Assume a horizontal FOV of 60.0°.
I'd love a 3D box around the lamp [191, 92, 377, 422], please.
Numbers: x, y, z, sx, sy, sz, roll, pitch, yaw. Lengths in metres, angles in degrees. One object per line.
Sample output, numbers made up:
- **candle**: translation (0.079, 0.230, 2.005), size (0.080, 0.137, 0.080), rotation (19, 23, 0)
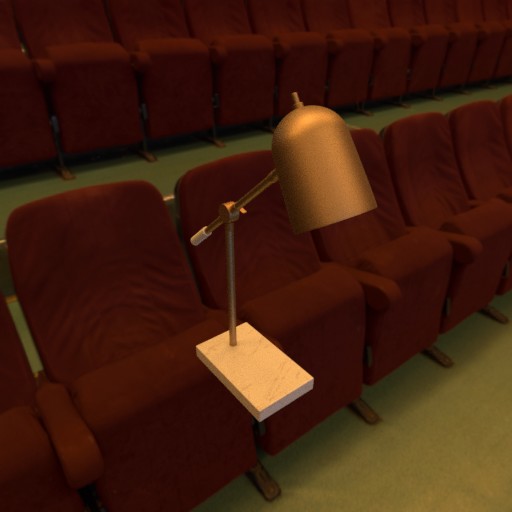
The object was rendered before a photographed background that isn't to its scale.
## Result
- **lamp**: translation (0.000, 0.000, 0.826), size (0.144, 0.603, 0.471), rotation (-21, 36, -32)
